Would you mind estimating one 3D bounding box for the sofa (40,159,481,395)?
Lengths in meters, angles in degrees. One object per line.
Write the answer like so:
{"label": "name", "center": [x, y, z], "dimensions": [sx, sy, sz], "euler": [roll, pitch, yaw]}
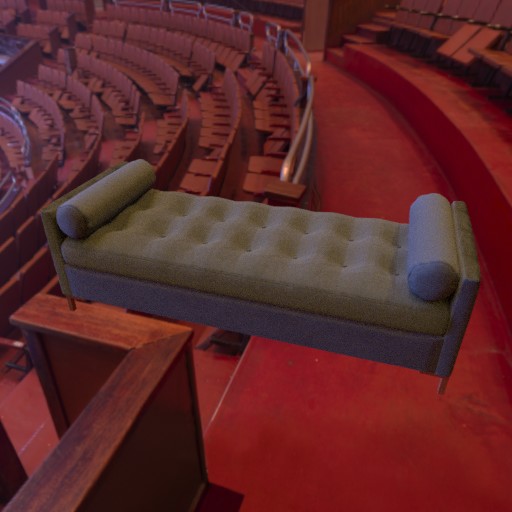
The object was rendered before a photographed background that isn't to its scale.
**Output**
{"label": "sofa", "center": [0.000, 0.000, 2.440], "dimensions": [2.102, 0.705, 0.796], "euler": [9, 33, 15]}
